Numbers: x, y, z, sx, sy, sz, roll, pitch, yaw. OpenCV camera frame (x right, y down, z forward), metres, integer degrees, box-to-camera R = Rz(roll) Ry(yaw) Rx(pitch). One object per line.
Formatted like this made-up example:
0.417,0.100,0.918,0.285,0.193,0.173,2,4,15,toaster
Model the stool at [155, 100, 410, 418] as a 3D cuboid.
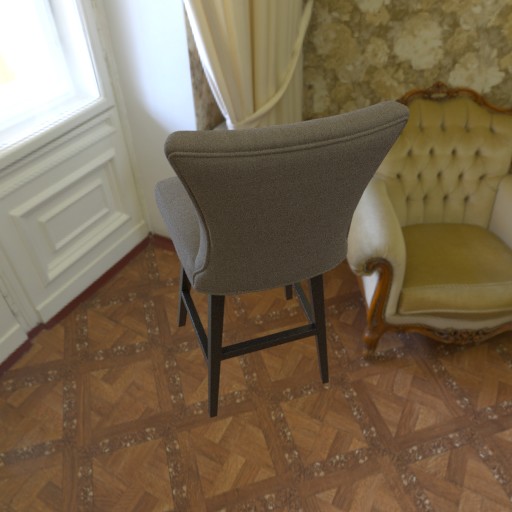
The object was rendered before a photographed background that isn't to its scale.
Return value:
0.000,0.000,1.370,0.514,1.086,0.574,-12,43,-14,stool
